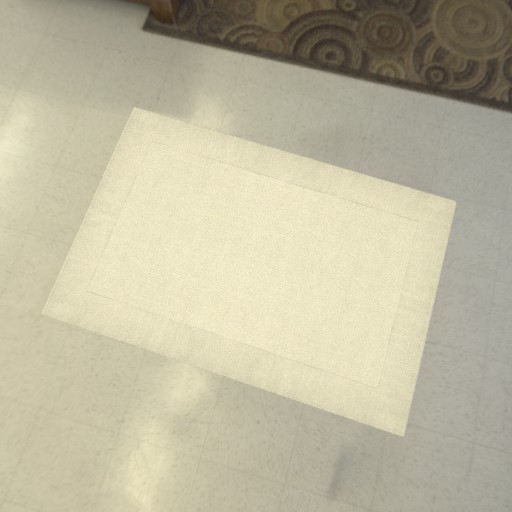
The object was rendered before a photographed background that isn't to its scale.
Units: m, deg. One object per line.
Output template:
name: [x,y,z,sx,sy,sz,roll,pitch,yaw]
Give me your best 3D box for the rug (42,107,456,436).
rug: [0.000,0.000,2.260,1.829,0.013,1.219,17,76,5]
